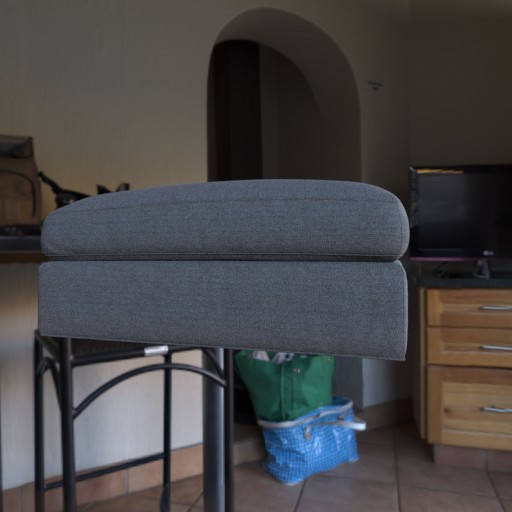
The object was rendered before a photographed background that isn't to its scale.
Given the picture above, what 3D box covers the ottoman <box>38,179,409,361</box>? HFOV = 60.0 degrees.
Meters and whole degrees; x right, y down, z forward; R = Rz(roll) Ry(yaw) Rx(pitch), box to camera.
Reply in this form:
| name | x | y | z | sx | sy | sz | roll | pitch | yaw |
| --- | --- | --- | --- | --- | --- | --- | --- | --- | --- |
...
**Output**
| name | x | y | z | sx | sy | sz | roll | pitch | yaw |
| --- | --- | --- | --- | --- | --- | --- | --- | --- | --- |
| ottoman | 0.000 | 0.000 | 1.620 | 1.041 | 0.470 | 1.041 | 0 | 0 | 18 |
